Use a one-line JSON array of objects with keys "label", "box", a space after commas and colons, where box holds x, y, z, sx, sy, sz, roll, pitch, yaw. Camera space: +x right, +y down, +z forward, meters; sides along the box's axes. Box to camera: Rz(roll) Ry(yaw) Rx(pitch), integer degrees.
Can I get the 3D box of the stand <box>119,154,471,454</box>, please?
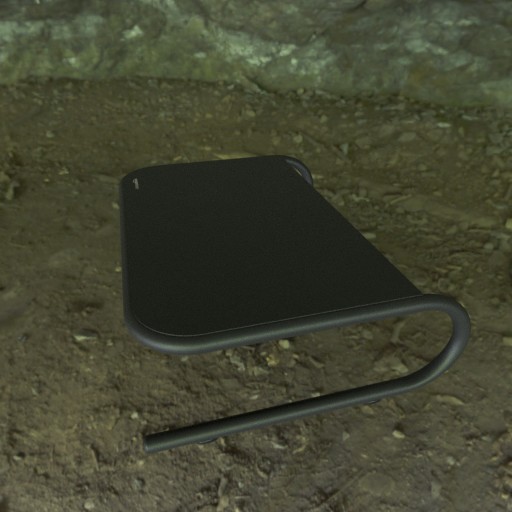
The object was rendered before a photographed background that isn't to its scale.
[{"label": "stand", "box": [0.000, 0.000, 0.497, 0.280, 0.108, 0.370, -8, 32, -13]}]
